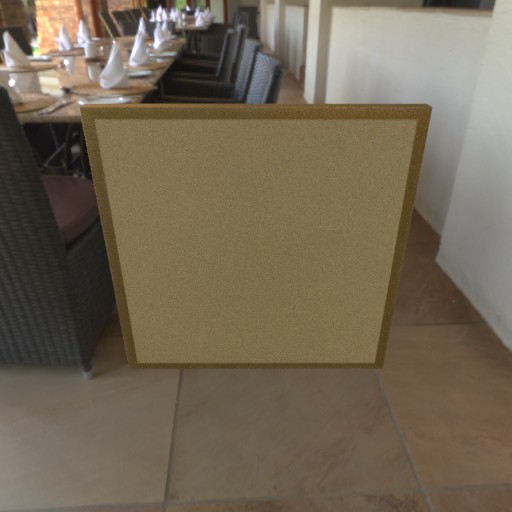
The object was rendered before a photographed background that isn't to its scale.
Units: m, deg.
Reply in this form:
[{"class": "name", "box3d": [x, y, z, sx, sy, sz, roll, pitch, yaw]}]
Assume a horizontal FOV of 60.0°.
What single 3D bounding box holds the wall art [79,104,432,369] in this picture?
[{"class": "wall art", "box3d": [0.000, 0.000, 1.160, 0.762, 0.760, 0.037, 0, 30, 0]}]
